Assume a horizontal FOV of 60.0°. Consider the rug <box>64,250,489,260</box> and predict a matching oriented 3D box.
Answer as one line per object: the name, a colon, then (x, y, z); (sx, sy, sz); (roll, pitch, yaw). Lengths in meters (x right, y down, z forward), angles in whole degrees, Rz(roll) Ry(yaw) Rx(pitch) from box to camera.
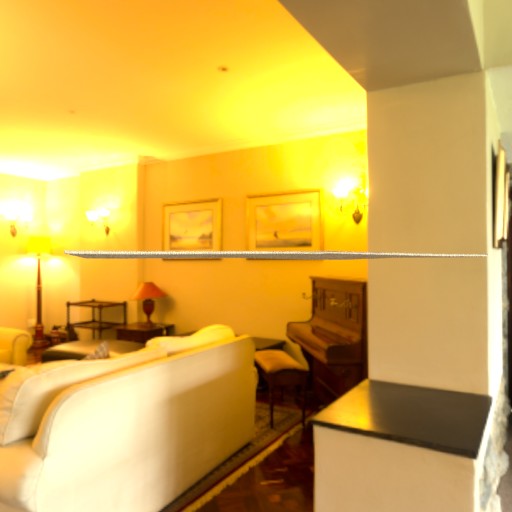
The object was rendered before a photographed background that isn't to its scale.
rug: (0.000, 0.000, 4.264); (3.202, 0.045, 2.434); (0, -1, -18)
